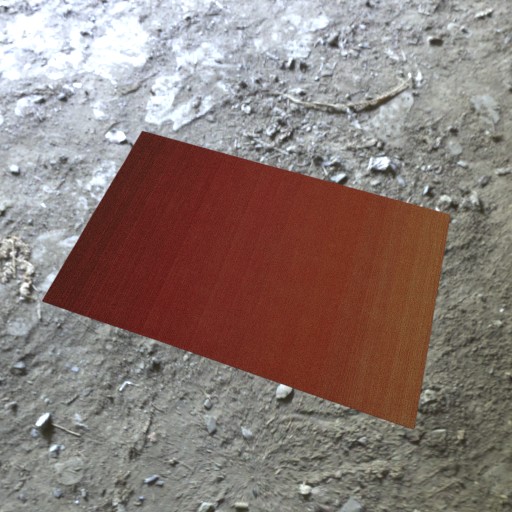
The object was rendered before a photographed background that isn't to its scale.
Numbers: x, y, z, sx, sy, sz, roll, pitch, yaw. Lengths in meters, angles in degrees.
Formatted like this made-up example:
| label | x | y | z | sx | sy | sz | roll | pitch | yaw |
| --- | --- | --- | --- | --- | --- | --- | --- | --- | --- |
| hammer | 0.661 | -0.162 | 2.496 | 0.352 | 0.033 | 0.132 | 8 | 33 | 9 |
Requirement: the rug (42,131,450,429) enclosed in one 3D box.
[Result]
| label | x | y | z | sx | sy | sz | roll | pitch | yaw |
| --- | --- | --- | --- | --- | --- | --- | --- | --- | --- |
| rug | 0.000 | 0.000 | 3.042 | 2.442 | 0.010 | 1.531 | 17 | 65 | 8 |
